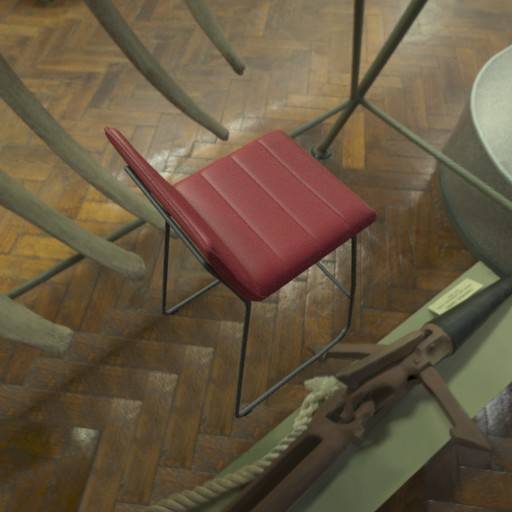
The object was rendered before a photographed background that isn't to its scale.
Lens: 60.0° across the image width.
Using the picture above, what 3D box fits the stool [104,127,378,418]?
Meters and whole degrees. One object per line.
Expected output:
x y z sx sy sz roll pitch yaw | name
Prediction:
0.000 0.000 1.263 0.524 0.937 0.489 -32 63 -19 | stool
